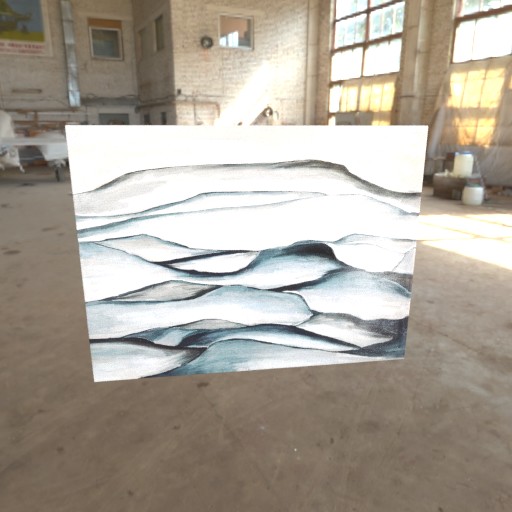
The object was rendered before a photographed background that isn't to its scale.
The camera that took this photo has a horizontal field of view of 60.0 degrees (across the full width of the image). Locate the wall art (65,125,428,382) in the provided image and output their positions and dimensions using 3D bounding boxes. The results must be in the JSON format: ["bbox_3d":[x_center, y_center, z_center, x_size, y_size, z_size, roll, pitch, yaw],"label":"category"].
[{"bbox_3d":[0.000,0.000,1.617,1.219,0.915,0.039,-2,16,-8],"label":"wall art"}]
